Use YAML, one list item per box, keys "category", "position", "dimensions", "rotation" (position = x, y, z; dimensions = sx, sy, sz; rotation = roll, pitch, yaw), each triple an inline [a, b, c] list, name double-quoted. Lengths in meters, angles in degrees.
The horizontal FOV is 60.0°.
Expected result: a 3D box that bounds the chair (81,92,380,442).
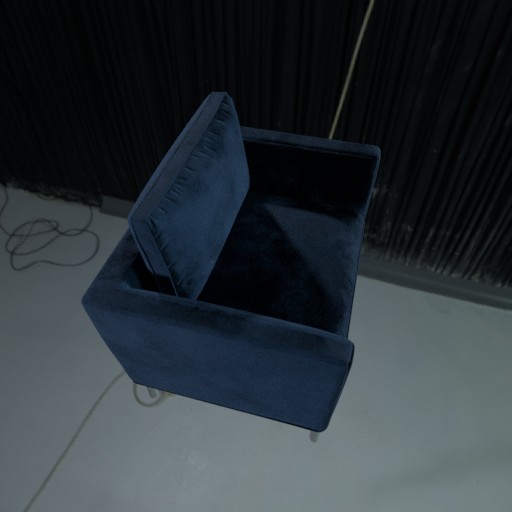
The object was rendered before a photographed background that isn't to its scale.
- category: "chair"
  position: [0.000, 0.000, 1.614]
  dimensions: [0.746, 0.893, 0.977]
  rotation: [11, 48, 10]
